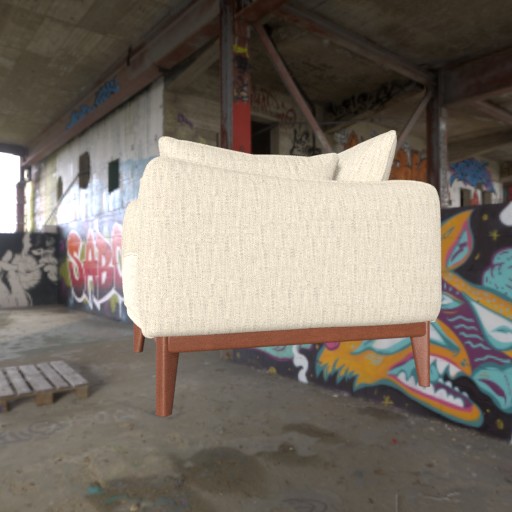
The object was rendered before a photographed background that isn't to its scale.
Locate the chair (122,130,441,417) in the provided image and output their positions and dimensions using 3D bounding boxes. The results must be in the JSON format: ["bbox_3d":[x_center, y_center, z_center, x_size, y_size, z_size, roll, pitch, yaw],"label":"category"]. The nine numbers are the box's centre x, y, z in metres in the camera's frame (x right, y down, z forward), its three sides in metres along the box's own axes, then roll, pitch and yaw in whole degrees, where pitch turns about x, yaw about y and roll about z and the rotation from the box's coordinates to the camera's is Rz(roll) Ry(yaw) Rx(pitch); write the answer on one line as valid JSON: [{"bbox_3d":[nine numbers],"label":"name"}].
[{"bbox_3d":[0.000,0.000,1.728,0.991,0.855,0.994,0,-1,-19],"label":"chair"}]
